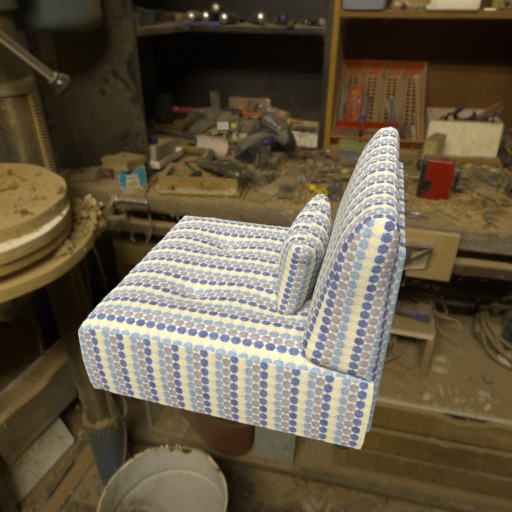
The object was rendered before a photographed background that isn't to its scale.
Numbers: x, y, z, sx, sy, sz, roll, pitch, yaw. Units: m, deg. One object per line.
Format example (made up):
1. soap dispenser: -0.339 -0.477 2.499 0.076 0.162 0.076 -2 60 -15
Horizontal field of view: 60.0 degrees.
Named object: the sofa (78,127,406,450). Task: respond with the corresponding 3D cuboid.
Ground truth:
1. sofa: 0.000 0.000 1.700 1.000 0.830 0.930 8 31 13
